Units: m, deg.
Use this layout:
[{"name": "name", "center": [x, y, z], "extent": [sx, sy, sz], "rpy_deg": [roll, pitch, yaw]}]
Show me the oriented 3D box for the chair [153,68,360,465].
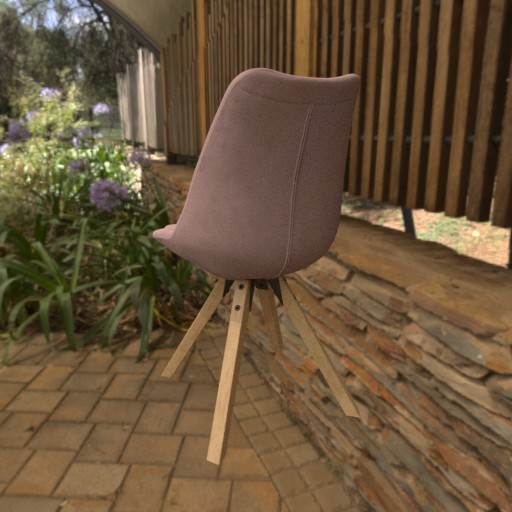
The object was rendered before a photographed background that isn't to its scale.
[{"name": "chair", "center": [0.000, 0.000, 1.171], "extent": [0.485, 0.850, 0.550], "rpy_deg": [-7, 17, -25]}]
